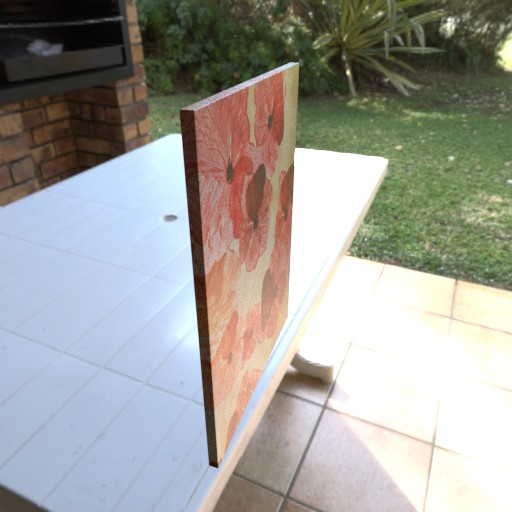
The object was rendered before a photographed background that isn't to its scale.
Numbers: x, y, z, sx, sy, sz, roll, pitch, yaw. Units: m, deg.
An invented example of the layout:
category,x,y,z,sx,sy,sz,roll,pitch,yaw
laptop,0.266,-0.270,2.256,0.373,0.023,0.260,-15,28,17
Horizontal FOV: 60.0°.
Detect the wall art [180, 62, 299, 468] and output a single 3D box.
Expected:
category,x,y,z,sx,sy,sz,roll,pitch,yaw
wall art,0.000,0.000,1.359,0.031,1.015,0.762,10,31,16
